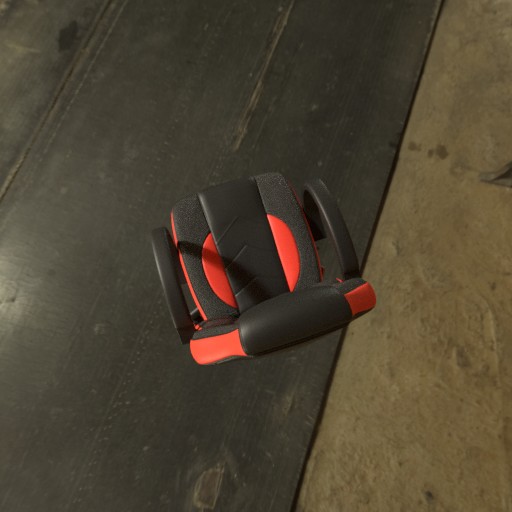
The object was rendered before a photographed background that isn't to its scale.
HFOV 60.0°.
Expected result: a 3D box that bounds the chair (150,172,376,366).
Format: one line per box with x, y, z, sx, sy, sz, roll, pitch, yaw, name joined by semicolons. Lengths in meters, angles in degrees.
0.000;0.000;1.386;0.600;1.016;0.642;-18;75;-5;chair
